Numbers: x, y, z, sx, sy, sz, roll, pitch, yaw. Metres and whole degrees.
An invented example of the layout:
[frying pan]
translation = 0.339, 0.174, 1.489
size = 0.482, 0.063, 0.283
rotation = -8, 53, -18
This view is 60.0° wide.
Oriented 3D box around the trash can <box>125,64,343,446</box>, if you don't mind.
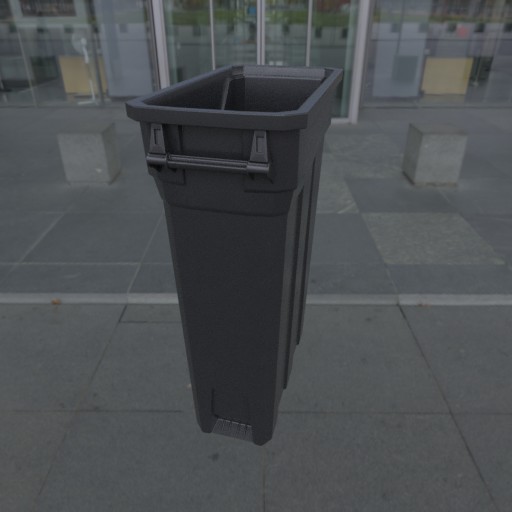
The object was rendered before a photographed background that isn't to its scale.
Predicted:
[trash can]
translation = 0.000, 0.000, 1.033
size = 0.281, 0.762, 0.559
rotation = 8, 31, 13
